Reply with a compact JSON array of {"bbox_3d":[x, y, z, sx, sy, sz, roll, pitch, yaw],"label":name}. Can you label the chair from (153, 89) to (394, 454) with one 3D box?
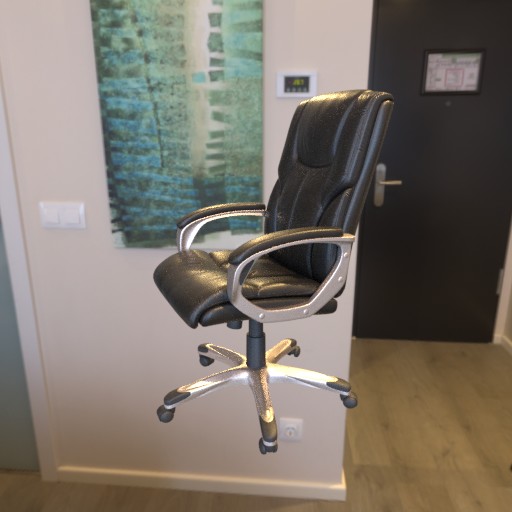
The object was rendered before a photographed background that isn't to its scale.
[{"bbox_3d":[0.000,0.000,1.603,0.780,1.145,0.700,-7,17,-24],"label":"chair"}]
